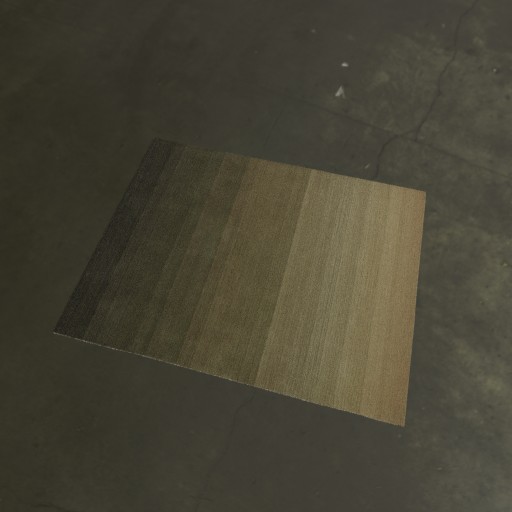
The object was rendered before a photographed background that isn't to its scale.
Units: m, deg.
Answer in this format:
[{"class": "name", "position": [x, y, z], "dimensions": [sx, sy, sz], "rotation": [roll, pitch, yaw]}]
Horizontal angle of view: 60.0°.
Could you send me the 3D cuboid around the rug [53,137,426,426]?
[{"class": "rug", "position": [0.000, 0.000, 4.092], "dimensions": [2.932, 0.015, 2.315], "rotation": [13, 61, 7]}]
